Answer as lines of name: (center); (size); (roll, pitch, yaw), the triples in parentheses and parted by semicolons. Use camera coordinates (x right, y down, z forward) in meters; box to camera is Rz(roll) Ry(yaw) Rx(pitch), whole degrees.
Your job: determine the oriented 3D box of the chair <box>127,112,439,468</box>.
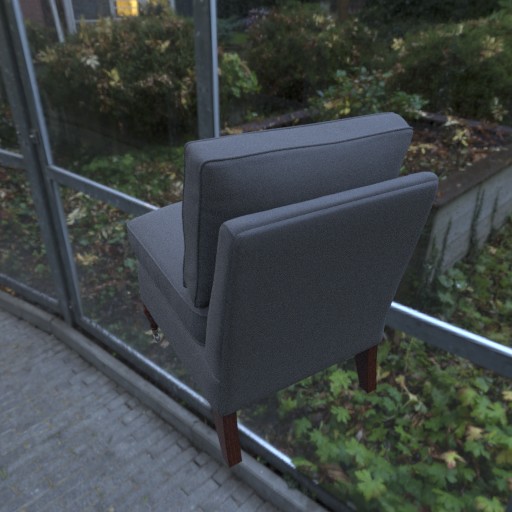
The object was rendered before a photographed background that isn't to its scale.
chair: (0.000, 0.000, 1.630); (0.724, 1.045, 0.924); (-17, 33, -27)
